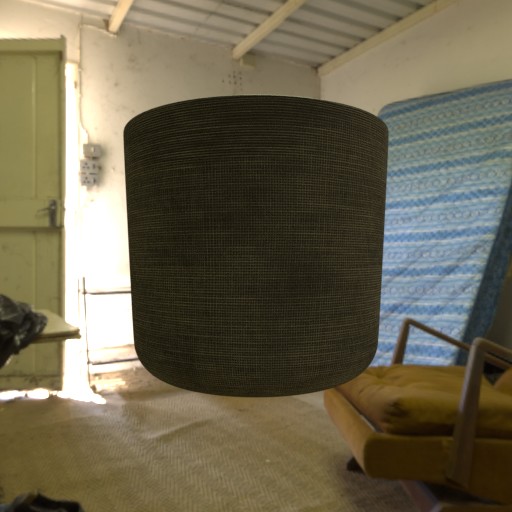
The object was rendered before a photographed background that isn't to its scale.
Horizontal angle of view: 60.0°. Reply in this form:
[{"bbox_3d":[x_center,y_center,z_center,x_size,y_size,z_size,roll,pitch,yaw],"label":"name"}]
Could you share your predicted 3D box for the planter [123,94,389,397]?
[{"bbox_3d":[0.000,0.000,0.766,0.440,0.398,0.440,0,0,0],"label":"planter"}]
